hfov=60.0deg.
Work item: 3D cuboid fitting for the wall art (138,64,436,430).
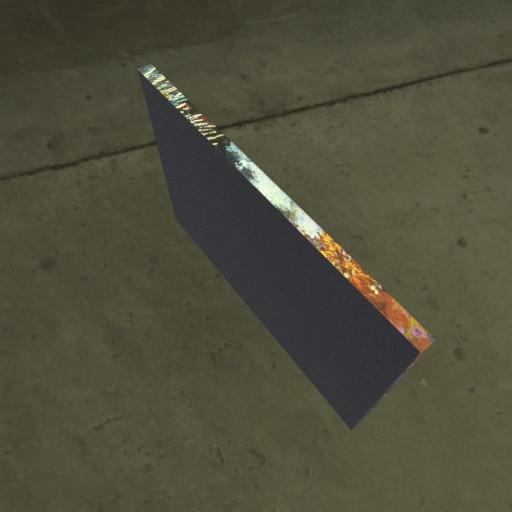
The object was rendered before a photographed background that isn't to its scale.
[{"bbox_3d":[0.000,0.000,1.154,0.037,0.604,0.908,-33,63,-19],"label":"wall art"}]
